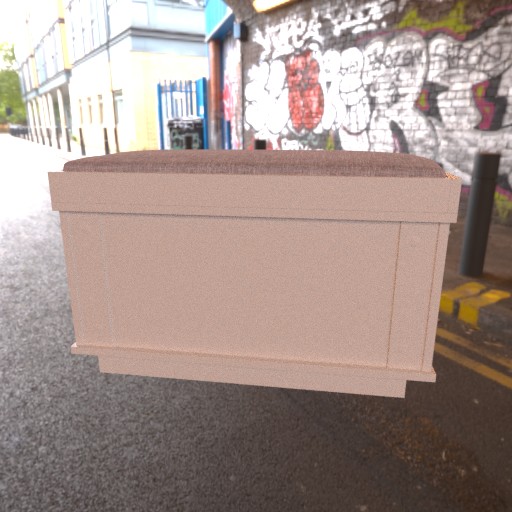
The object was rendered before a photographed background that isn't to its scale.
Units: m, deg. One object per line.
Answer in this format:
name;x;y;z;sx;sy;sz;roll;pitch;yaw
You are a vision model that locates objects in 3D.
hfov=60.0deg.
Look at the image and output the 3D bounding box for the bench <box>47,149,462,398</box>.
bench;0.000;0.000;1.004;0.734;0.461;0.362;2;17;8
